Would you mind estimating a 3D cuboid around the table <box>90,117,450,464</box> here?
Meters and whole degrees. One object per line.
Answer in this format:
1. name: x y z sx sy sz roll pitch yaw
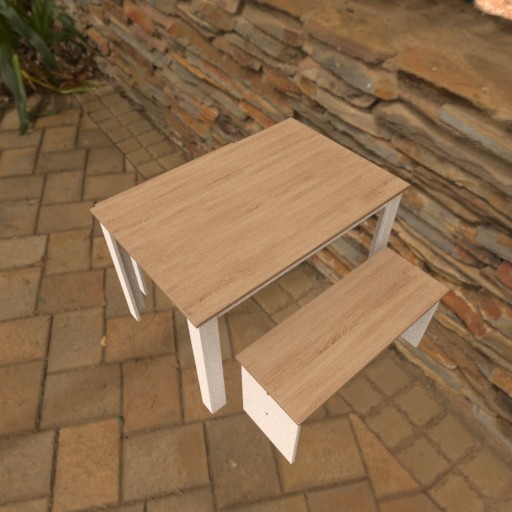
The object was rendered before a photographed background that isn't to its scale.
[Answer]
1. table: 0.000 0.000 2.062 1.100 0.700 1.443 -32 54 -26
